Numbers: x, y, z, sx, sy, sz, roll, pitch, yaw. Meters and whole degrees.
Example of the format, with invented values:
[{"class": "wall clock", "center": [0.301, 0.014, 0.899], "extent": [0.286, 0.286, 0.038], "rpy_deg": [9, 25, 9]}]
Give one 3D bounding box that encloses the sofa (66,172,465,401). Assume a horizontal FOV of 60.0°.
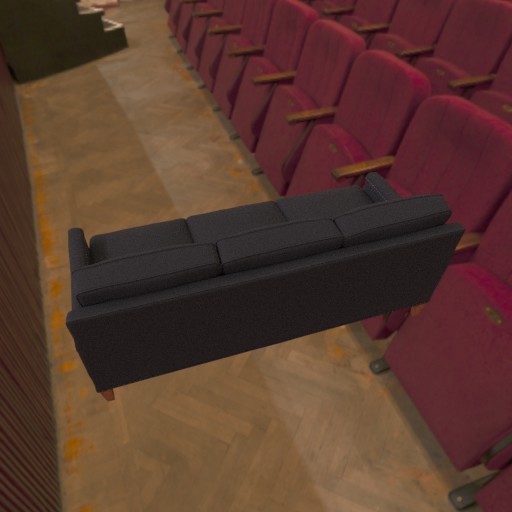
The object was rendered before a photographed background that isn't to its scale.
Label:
[{"class": "sofa", "center": [0.000, 0.000, 2.855], "extent": [2.246, 1.003, 1.084], "rpy_deg": [-13, 44, -13]}]
